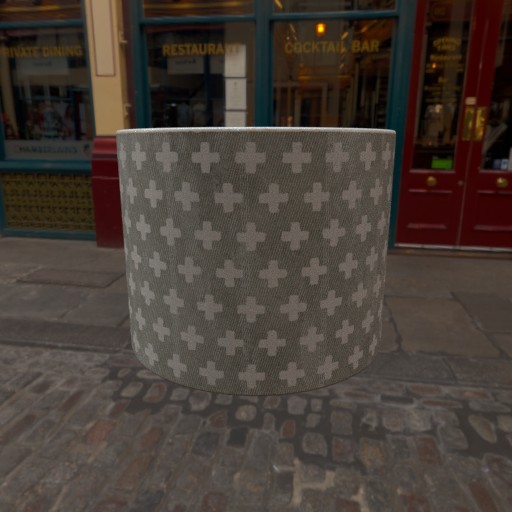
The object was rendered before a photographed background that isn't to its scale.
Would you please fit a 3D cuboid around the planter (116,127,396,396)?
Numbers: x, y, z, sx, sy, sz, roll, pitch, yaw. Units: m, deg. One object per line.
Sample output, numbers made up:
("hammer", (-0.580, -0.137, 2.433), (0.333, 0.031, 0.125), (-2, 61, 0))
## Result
("planter", (0.000, 0.000, 0.443), (0.250, 0.239, 0.250), (0, 14, 0))
